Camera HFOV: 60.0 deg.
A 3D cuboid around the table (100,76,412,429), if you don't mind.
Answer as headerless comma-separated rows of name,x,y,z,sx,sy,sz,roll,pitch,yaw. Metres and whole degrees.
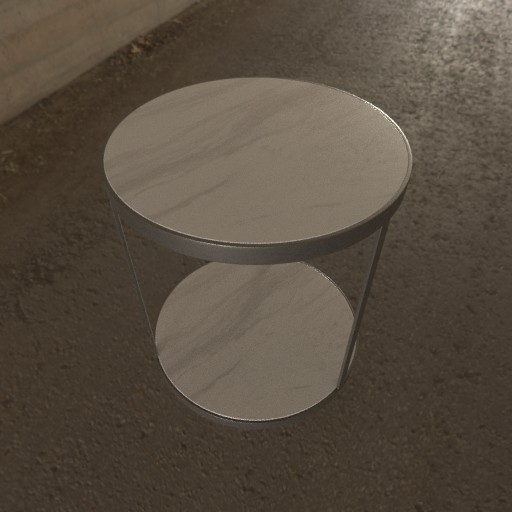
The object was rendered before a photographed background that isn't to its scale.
table,0.000,0.000,0.819,0.445,0.479,0.445,0,45,0
